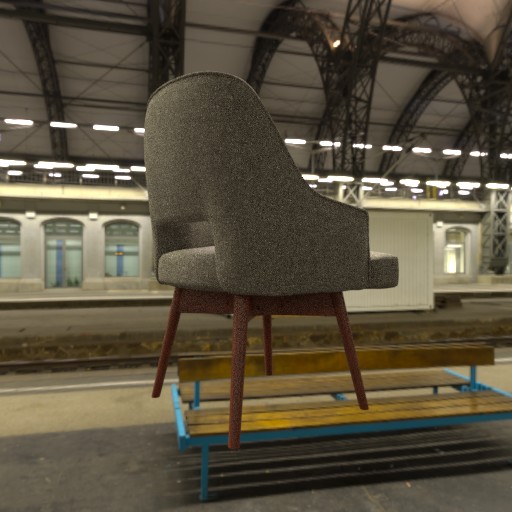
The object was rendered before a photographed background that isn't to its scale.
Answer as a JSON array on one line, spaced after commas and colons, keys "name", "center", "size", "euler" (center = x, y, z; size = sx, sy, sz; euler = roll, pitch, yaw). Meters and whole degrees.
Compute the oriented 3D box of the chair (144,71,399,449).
[{"name": "chair", "center": [0.000, 0.000, 1.323], "size": [0.629, 0.875, 0.608], "euler": [0, 0, -36]}]
